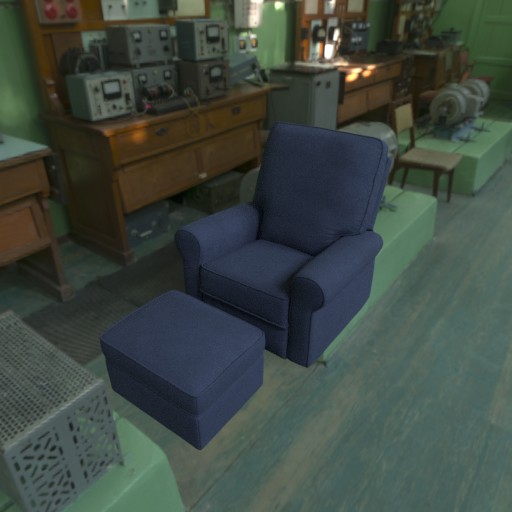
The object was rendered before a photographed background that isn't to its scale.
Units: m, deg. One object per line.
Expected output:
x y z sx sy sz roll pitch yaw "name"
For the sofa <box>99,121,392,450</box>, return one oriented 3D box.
0.000 0.000 2.114 0.880 0.959 1.478 20 36 30 "sofa"
